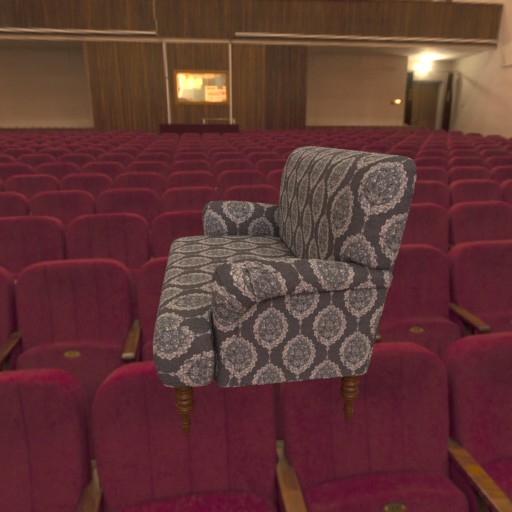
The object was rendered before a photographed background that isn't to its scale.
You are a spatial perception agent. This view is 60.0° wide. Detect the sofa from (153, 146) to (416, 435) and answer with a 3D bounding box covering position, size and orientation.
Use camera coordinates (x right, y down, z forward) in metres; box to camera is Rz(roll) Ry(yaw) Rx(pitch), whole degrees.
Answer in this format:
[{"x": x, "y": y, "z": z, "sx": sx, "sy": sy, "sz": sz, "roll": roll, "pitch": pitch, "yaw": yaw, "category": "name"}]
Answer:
[{"x": 0.000, "y": 0.000, "z": 1.862, "sx": 0.779, "sy": 0.867, "sz": 1.297, "roll": -2, "pitch": 16, "yaw": -8, "category": "sofa"}]
